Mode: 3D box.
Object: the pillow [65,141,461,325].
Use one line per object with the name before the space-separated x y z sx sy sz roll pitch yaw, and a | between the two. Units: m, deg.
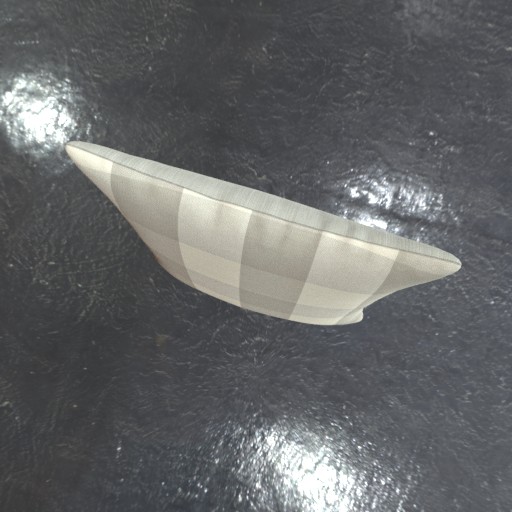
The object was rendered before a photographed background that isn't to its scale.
pillow | 0.000 0.000 0.785 0.511 0.509 0.161 17 76 5
